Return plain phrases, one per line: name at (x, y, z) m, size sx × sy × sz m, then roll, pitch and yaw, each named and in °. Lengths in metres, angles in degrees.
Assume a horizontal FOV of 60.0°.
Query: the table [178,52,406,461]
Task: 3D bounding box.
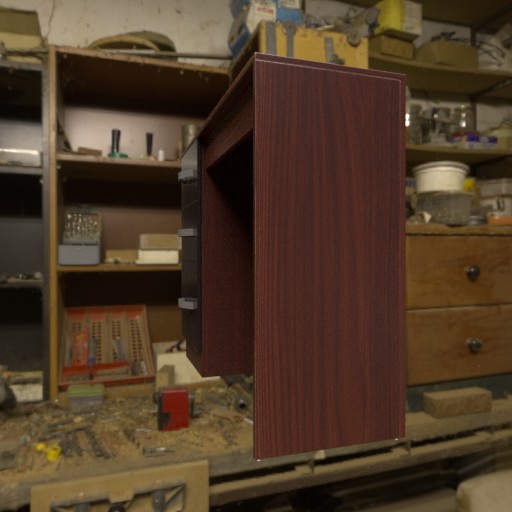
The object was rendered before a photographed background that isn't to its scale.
table at (0.000, 0.000, 1.344) m, size 0.380 × 0.790 × 0.930 m, roll 0°, pitch 0°, yaw -18°
